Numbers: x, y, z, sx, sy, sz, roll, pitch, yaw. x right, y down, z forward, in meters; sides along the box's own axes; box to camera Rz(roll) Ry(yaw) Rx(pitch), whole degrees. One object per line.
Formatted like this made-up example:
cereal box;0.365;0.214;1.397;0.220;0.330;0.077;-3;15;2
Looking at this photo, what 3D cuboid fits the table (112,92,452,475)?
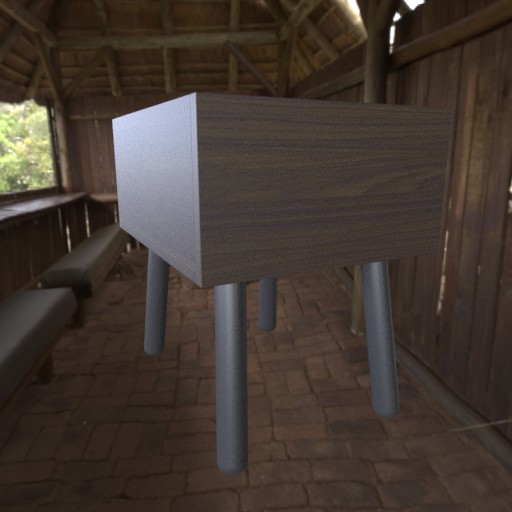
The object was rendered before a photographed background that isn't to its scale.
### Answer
table;0.000;0.000;0.771;0.370;0.470;0.450;-7;15;-27
